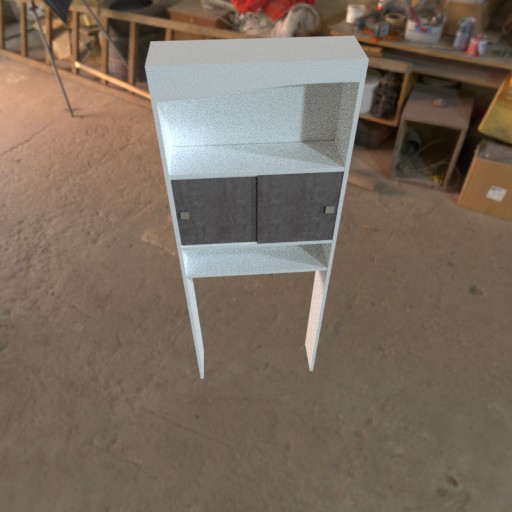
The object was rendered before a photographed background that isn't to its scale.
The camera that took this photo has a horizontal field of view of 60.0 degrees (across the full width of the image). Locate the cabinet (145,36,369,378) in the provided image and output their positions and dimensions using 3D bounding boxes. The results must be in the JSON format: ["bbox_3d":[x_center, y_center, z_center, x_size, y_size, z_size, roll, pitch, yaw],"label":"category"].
[{"bbox_3d":[0.000,0.000,1.965,0.643,1.770,0.192,-3,46,-3],"label":"cabinet"}]
